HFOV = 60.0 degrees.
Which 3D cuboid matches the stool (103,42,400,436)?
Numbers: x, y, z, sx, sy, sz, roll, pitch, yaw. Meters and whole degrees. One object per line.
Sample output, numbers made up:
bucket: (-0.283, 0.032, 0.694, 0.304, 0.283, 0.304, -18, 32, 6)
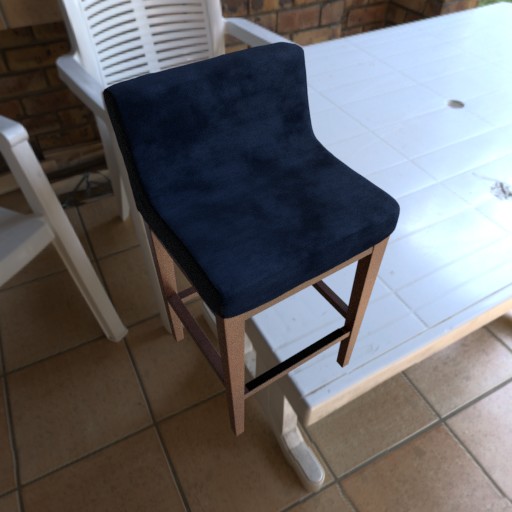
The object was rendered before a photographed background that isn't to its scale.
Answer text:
stool: (0.000, 0.000, 1.250, 0.511, 0.945, 0.516, -25, 51, -23)
